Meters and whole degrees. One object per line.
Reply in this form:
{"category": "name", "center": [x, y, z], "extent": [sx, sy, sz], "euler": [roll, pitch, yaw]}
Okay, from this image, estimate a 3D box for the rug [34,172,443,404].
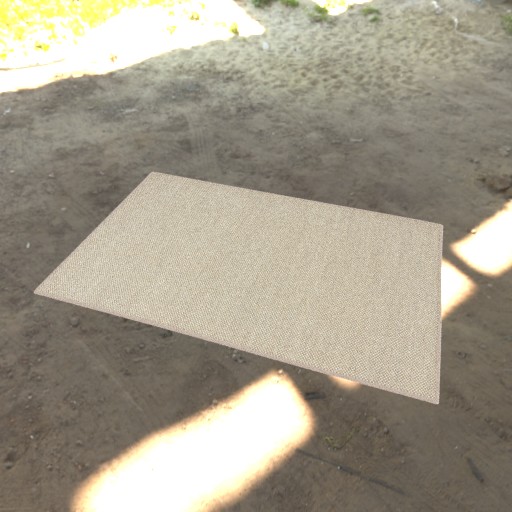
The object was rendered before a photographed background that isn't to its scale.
{"category": "rug", "center": [0.000, 0.000, 2.093], "extent": [1.676, 0.013, 1.067], "euler": [12, 43, 14]}
